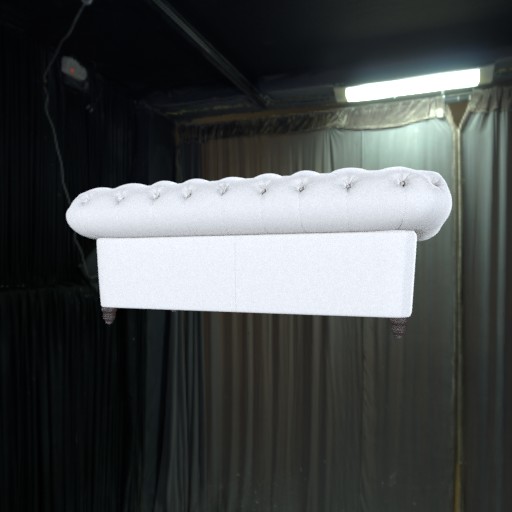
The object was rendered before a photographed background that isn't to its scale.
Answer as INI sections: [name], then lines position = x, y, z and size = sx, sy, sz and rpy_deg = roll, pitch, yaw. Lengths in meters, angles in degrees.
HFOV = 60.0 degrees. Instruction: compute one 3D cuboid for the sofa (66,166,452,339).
[sofa]
position = 0.000, 0.000, 2.500
size = 1.998, 0.764, 0.986
rpy_deg = 0, -1, 19
